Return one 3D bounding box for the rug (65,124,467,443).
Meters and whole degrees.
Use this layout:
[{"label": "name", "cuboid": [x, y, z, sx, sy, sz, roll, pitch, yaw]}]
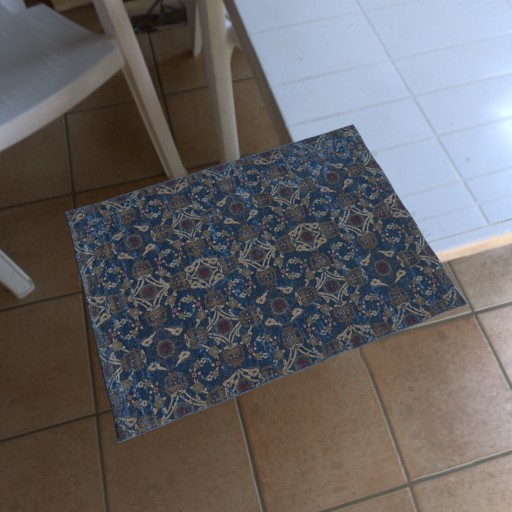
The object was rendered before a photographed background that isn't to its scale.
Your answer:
[{"label": "rug", "cuboid": [0.000, 0.000, 2.895, 2.207, 0.014, 1.567, -19, 65, -9]}]
